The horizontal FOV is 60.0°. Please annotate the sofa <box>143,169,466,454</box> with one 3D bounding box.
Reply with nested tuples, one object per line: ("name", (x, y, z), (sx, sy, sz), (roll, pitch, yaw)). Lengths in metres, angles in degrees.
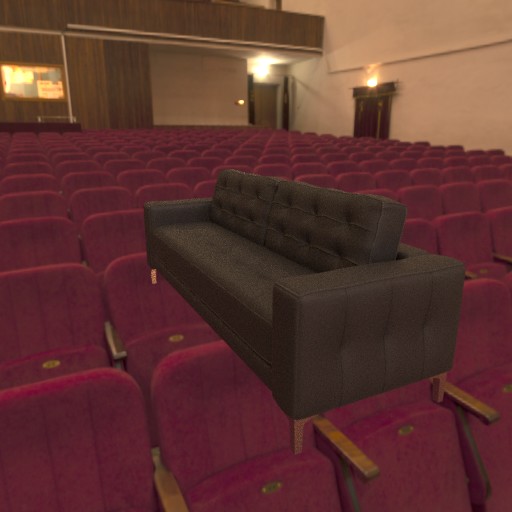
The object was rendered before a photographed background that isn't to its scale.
("sofa", (0.000, 0.000, 2.640), (0.833, 0.893, 2.275), (-8, 17, -25))
